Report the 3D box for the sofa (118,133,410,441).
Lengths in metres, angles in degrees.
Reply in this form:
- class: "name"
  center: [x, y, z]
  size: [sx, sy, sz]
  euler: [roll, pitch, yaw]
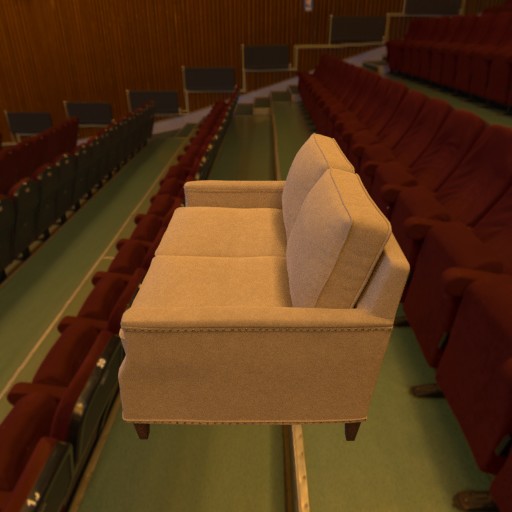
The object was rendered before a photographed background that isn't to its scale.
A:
- class: "sofa"
  center: [0.000, 0.000, 2.321]
  size: [1.084, 1.002, 1.597]
  euler: [0, 28, 0]
